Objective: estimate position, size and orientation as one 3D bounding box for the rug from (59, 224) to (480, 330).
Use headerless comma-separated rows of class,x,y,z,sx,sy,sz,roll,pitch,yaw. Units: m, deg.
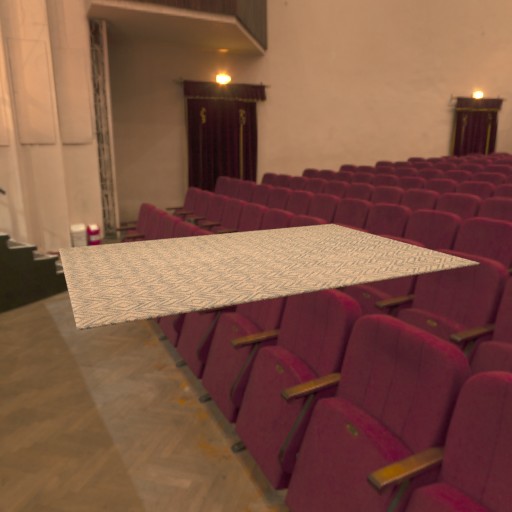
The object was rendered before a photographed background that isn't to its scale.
rug,0.000,0.000,2.297,1.824,0.008,1.220,-7,16,-25
